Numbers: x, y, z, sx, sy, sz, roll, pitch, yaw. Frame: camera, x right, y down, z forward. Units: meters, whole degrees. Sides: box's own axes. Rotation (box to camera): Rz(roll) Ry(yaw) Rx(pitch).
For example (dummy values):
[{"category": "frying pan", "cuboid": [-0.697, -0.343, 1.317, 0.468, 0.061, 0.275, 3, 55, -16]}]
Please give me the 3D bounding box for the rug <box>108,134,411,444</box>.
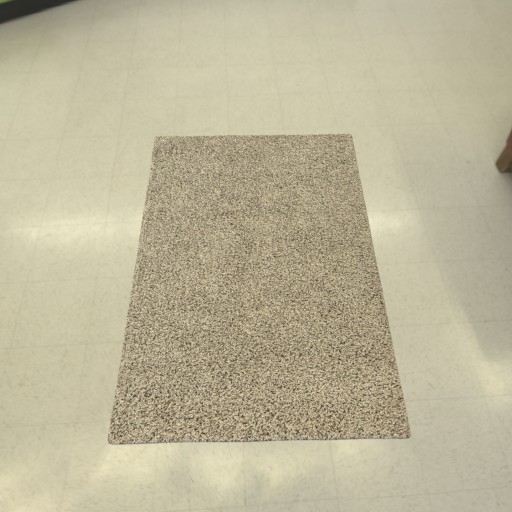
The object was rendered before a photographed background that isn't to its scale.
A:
[{"category": "rug", "cuboid": [0.000, 0.000, 2.262, 1.219, 0.030, 1.778, -1, 57, -1]}]
